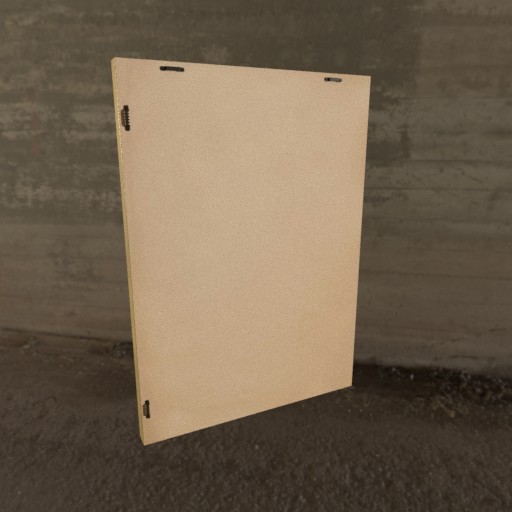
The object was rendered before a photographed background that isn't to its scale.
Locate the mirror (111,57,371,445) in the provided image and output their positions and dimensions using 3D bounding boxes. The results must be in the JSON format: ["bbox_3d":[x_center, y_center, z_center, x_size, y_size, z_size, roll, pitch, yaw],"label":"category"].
[{"bbox_3d":[0.000,0.000,0.904,0.507,0.710,0.040,-7,16,-25],"label":"mirror"}]
